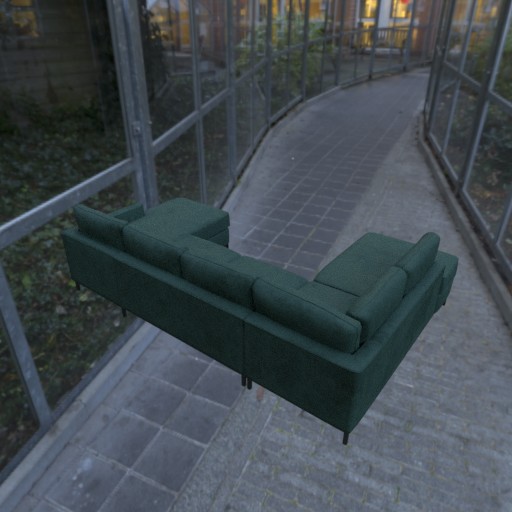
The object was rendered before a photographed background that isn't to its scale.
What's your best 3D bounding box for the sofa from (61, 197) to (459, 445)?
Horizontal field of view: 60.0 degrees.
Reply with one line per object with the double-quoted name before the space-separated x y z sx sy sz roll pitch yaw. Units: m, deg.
"sofa" 0.000 0.000 3.976 2.994 0.861 1.992 20 35 32
